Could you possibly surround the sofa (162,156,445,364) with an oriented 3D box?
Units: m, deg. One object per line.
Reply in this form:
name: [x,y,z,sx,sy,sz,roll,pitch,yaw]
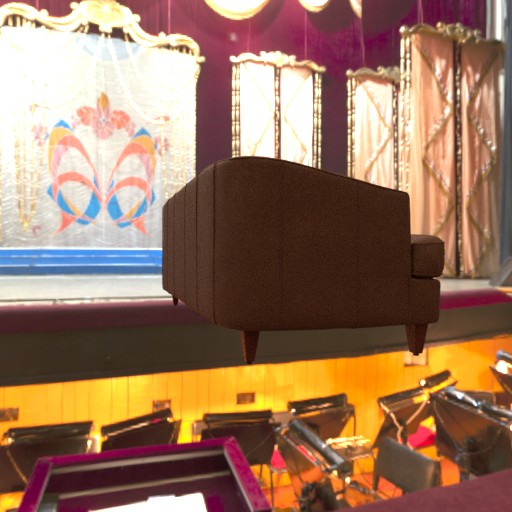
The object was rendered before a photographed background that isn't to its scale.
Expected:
sofa: [0.000,0.000,2.653,0.927,0.787,2.227,0,0,-18]
